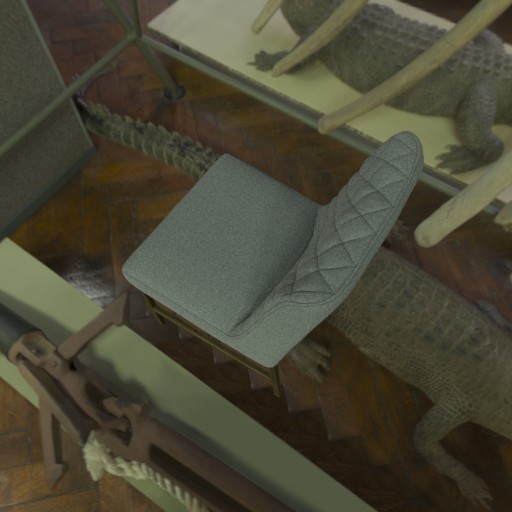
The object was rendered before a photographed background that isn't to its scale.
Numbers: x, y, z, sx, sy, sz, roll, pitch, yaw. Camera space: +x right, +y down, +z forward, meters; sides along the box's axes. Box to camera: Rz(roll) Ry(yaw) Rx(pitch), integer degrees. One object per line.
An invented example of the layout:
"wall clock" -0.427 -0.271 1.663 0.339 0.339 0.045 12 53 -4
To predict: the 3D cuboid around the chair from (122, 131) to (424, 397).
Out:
"chair" 0.000 0.000 1.251 0.587 0.889 0.508 31 67 15
